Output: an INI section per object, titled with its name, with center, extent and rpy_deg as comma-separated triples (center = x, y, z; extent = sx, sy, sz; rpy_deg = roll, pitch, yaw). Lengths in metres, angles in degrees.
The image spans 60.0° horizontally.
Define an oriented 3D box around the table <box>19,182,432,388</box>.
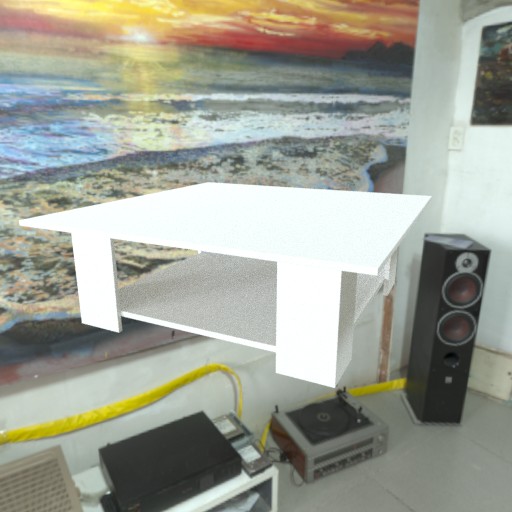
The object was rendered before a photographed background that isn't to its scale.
[table]
center = 0.000, 0.000, 1.350
extent = 0.890, 0.305, 0.890
rpy_deg = 8, 18, 25
